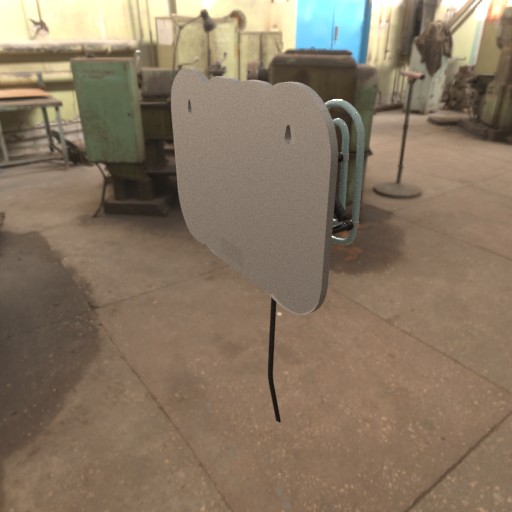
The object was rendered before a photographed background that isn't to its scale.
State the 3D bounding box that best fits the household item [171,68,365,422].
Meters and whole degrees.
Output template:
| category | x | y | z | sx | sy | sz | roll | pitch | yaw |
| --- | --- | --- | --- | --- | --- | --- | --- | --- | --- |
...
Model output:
| category | x | y | z | sx | sy | sz | roll | pitch | yaw |
| --- | --- | --- | --- | --- | --- | --- | --- | --- | --- |
| household item | 0.000 | 0.000 | 0.383 | 0.042 | 0.294 | 0.211 | -17 | 31 | -30 |
